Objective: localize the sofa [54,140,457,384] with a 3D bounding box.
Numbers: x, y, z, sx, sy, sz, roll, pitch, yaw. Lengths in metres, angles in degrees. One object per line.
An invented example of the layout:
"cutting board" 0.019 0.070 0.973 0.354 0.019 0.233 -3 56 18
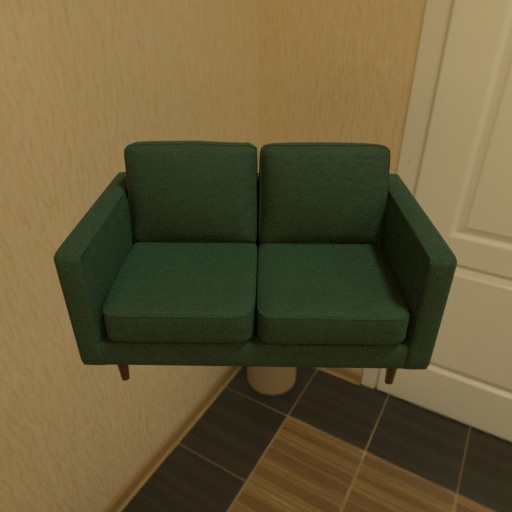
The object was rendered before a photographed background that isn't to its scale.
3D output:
"sofa" 0.000 0.000 2.015 1.430 0.899 0.879 1 31 1
